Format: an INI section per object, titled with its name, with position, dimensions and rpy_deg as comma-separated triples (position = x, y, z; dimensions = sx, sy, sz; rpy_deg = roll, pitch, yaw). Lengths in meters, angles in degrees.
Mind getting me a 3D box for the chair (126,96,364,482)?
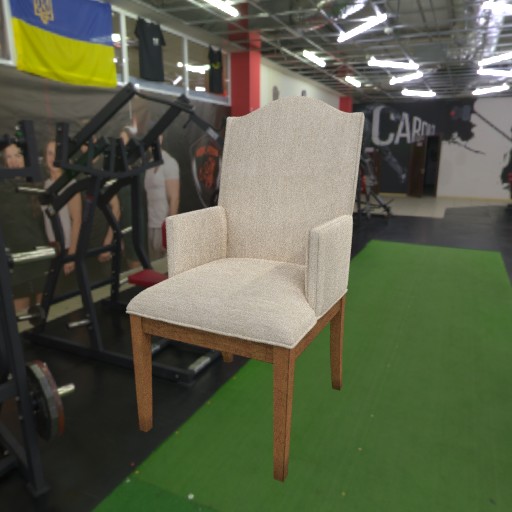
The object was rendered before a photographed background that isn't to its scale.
[chair]
position = 0.000, 0.000, 1.406
dimensions = 0.533, 1.016, 0.641
rpy_deg = 7, 16, 26
